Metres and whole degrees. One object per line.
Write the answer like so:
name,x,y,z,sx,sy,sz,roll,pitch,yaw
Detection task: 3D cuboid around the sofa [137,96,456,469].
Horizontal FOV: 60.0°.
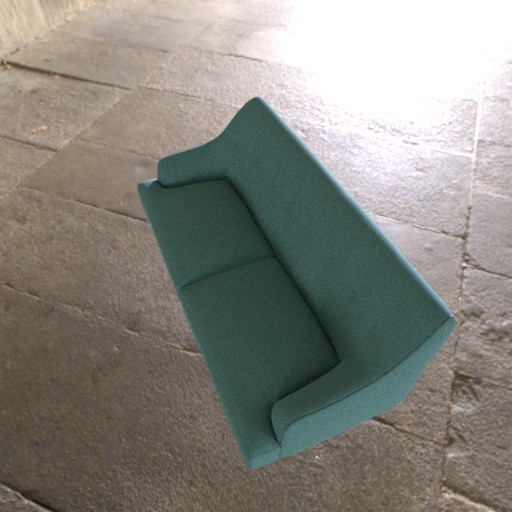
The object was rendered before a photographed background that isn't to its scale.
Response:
sofa,0.000,0.000,2.597,0.978,0.871,2.057,-18,51,-15
